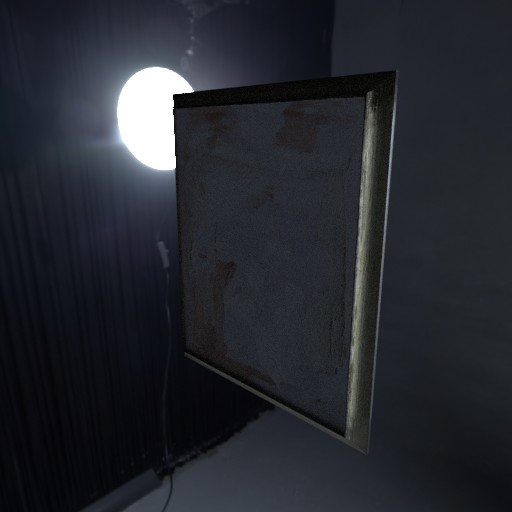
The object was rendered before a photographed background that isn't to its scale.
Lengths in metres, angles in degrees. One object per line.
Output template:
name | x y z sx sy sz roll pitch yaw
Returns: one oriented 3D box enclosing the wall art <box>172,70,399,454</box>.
wall art | 0.000 0.000 0.629 0.381 0.457 0.023 14 21 42
